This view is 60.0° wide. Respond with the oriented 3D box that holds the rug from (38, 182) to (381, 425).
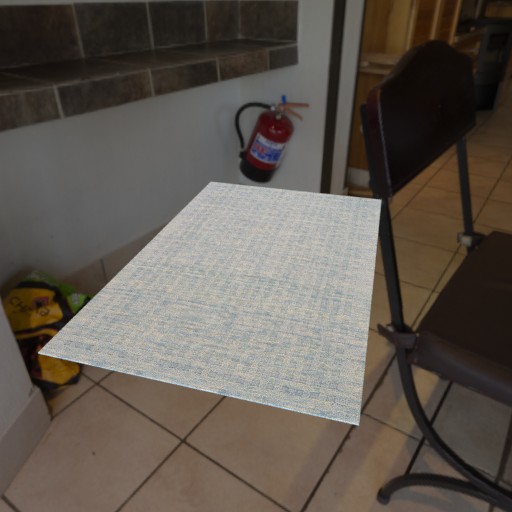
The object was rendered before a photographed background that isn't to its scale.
[{"bbox_3d":[0.000,0.000,2.195,1.142,0.006,1.752,8,32,14],"label":"rug"}]
